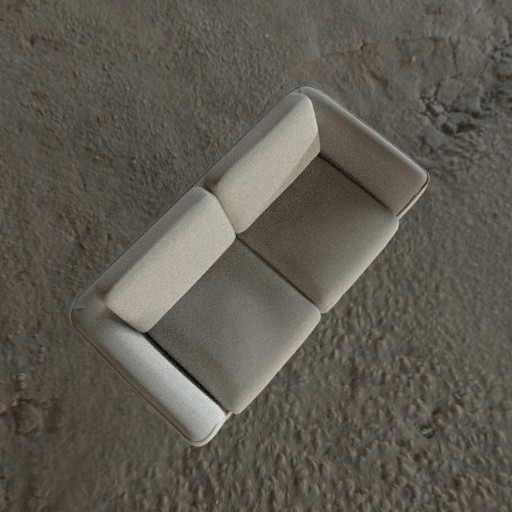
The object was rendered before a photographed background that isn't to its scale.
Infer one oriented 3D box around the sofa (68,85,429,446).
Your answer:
[{"bbox_3d":[0.000,0.000,2.259,0.920,0.850,1.700,41,78,11],"label":"sofa"}]
